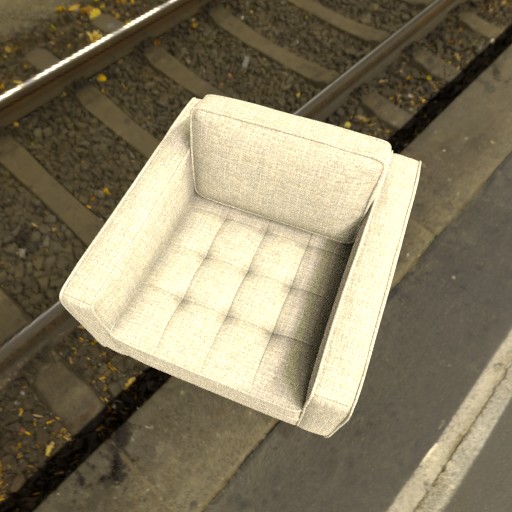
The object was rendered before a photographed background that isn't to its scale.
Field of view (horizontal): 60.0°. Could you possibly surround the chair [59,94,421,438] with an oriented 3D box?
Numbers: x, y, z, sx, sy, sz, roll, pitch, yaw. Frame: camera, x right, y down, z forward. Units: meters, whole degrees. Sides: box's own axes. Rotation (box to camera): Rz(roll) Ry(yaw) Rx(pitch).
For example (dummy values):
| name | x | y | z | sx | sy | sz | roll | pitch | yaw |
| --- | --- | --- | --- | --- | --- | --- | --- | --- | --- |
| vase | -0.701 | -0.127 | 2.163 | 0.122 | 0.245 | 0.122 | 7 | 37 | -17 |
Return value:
| name | x | y | z | sx | sy | sz | roll | pitch | yaw |
| --- | --- | --- | --- | --- | --- | --- | --- | --- | --- |
| chair | 0.000 | 0.000 | 1.547 | 0.889 | 0.765 | 0.914 | 19 | 62 | 11 |
